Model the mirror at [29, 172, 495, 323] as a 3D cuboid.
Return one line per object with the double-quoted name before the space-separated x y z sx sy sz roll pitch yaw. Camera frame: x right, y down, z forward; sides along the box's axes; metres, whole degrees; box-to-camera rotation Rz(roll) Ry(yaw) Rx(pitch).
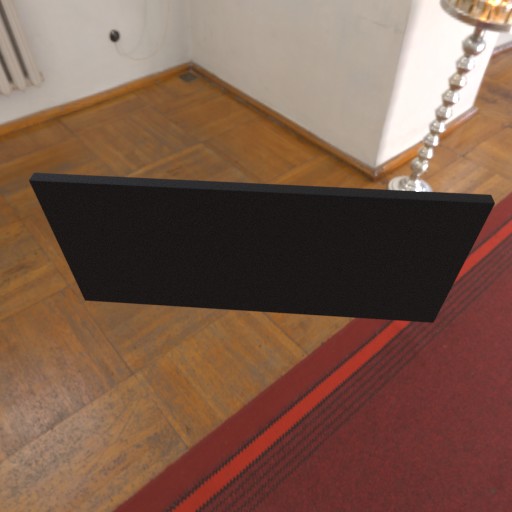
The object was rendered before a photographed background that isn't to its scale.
"mirror" 0.000 0.000 1.769 1.584 0.692 0.047 3 47 3
